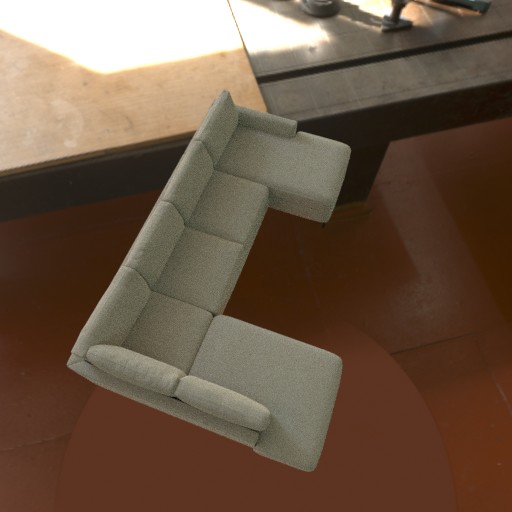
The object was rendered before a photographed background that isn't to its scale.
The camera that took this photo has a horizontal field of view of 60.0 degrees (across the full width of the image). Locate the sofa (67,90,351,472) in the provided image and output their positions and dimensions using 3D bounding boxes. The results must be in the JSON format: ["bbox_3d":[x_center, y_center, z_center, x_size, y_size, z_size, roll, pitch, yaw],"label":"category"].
[{"bbox_3d":[0.000,0.000,3.933,1.989,0.862,2.984,18,65,9],"label":"sofa"}]
